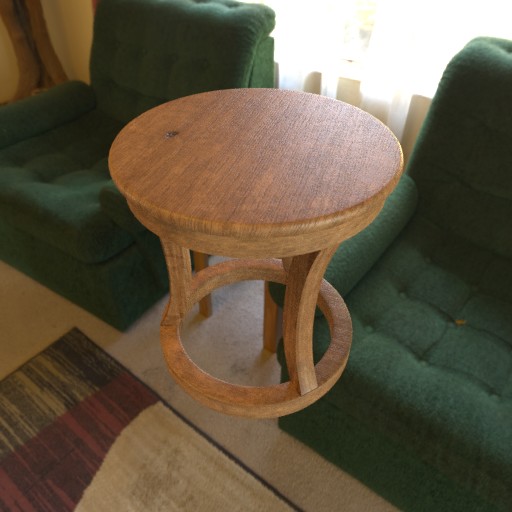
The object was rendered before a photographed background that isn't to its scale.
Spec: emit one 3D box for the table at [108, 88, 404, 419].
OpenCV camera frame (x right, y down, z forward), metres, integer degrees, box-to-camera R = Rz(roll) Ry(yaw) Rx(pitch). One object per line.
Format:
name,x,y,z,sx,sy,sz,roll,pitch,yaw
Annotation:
table,0.000,0.000,0.814,0.432,0.460,0.432,0,41,0
